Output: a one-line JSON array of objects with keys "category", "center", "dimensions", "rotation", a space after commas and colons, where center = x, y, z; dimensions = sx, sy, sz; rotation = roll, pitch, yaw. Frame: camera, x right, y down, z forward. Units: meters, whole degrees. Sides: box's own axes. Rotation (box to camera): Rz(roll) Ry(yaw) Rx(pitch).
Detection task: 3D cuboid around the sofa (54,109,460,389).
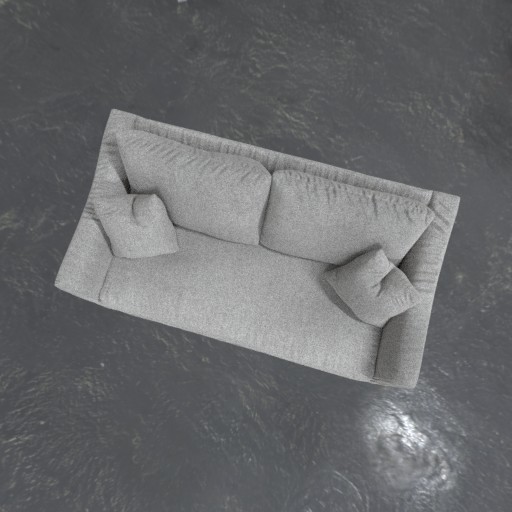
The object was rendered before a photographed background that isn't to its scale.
[{"category": "sofa", "center": [0.000, 0.000, 2.651], "dimensions": [2.010, 1.018, 1.072], "rotation": [15, 76, 4]}]
